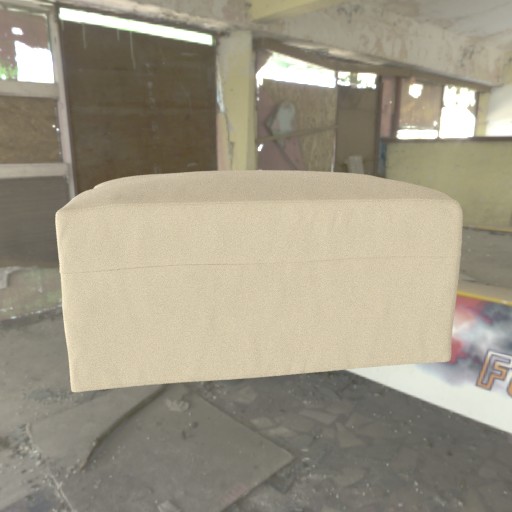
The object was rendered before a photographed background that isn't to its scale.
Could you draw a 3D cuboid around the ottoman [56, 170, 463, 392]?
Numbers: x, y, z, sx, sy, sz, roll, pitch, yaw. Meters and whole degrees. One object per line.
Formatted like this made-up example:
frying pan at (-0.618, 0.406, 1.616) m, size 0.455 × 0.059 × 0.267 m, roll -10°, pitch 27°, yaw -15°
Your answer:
ottoman at (0.000, 0.000, 1.196) m, size 0.872 × 0.444 × 0.590 m, roll -2°, pitch 14°, yaw -9°
